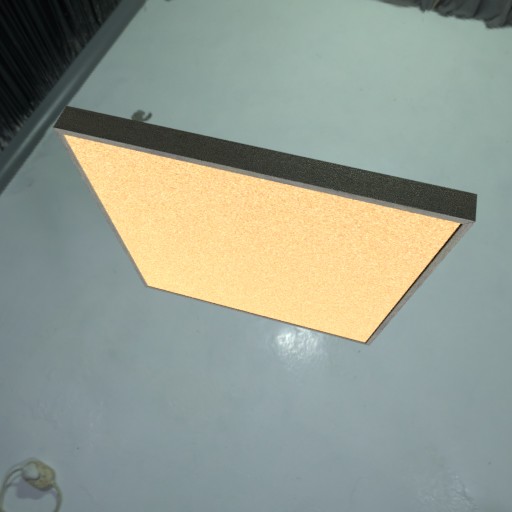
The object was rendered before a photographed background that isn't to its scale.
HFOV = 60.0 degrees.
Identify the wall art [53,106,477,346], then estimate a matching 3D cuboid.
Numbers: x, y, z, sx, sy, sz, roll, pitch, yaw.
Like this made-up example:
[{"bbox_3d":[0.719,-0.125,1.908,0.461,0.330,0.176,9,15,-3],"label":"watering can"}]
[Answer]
[{"bbox_3d":[0.000,0.000,0.748,0.507,0.507,0.037,14,64,7],"label":"wall art"}]
